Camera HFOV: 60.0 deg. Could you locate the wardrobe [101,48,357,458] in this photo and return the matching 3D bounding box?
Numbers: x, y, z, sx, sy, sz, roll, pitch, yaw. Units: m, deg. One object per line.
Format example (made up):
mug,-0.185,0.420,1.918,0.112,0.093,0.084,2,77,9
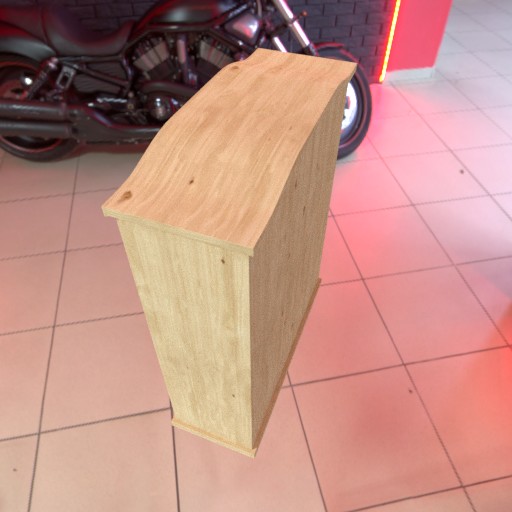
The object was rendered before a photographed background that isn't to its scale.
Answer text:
wardrobe,0.000,0.000,2.563,0.570,1.870,1.500,16,48,15
